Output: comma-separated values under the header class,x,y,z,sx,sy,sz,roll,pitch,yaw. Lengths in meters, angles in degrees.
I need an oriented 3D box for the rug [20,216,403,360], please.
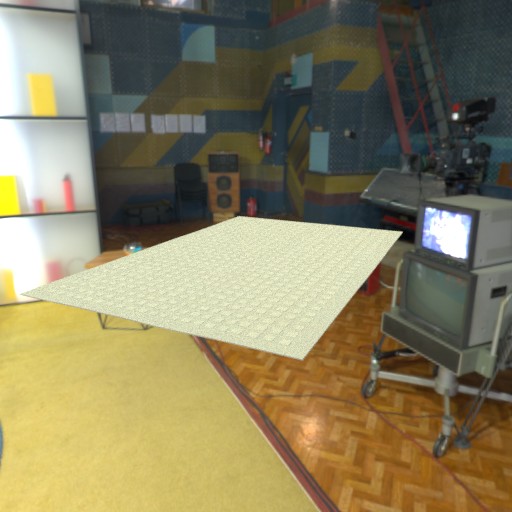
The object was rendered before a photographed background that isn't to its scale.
class,x,y,z,sx,sy,sz,roll,pitch,yaw
rug,0.000,0.000,2.197,1.143,0.006,1.747,8,18,25
